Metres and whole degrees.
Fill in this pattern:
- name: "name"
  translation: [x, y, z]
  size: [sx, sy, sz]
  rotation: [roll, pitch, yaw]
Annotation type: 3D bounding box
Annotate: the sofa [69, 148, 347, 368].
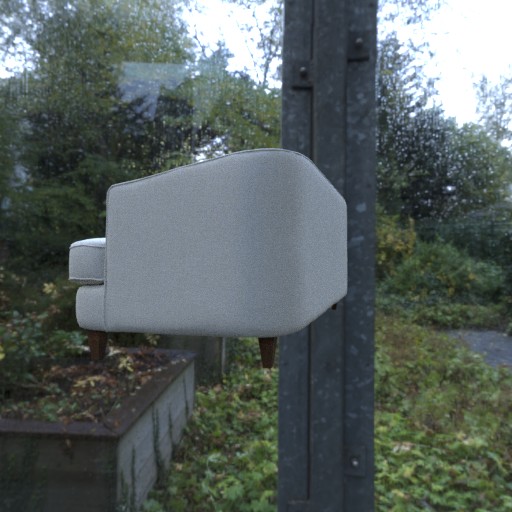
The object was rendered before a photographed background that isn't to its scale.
- name: "sofa"
  translation: [0.000, 0.000, 2.725]
  size: [0.941, 0.855, 2.278]
  rotation: [0, 0, 17]
